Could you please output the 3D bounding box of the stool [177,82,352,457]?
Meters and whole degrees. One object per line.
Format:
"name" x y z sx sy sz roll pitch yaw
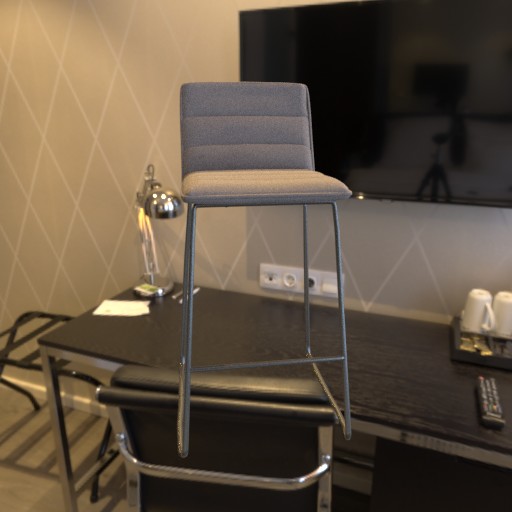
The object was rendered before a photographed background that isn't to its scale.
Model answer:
"stool" 0.000 0.000 1.265 0.490 0.960 0.490 -3 17 -8
